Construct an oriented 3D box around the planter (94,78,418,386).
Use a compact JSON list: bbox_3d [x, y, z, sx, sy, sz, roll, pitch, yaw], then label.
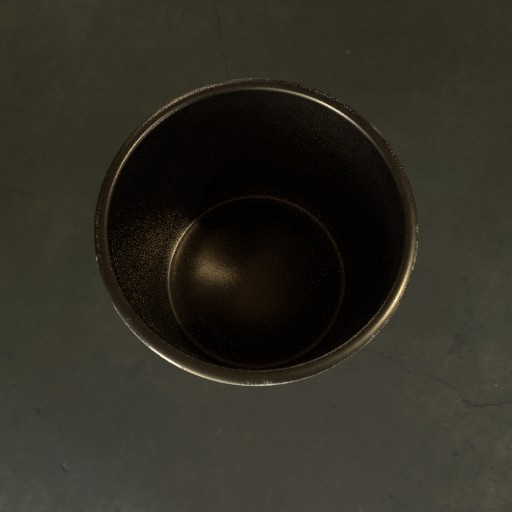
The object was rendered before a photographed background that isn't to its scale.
[{"bbox_3d":[0.000,0.000,0.391,0.221,0.201,0.221,0,75,0],"label":"planter"}]
